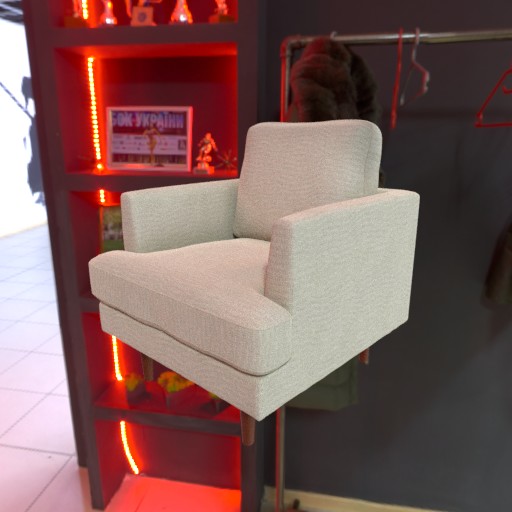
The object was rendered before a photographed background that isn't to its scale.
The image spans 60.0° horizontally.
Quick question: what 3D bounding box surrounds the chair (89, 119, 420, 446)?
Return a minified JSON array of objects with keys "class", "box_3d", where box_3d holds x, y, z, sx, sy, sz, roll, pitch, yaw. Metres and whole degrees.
[{"class":"chair","box_3d":[0.000,0.000,1.619,0.858,0.957,0.899,14,21,41]}]
